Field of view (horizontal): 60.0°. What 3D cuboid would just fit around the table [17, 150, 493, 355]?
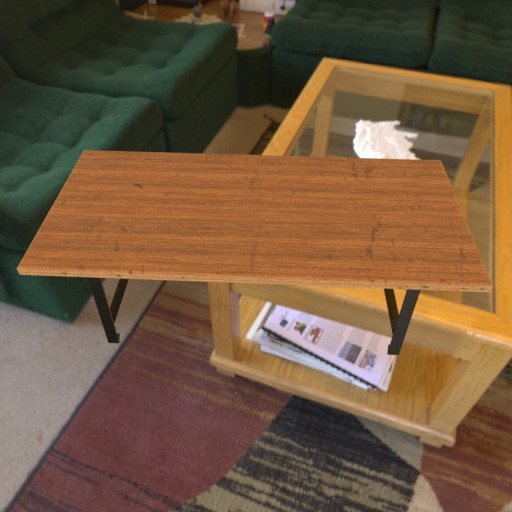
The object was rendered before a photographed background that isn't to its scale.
[{"bbox_3d":[0.000,0.000,2.656,2.200,0.757,1.000,2,46,2],"label":"table"}]
